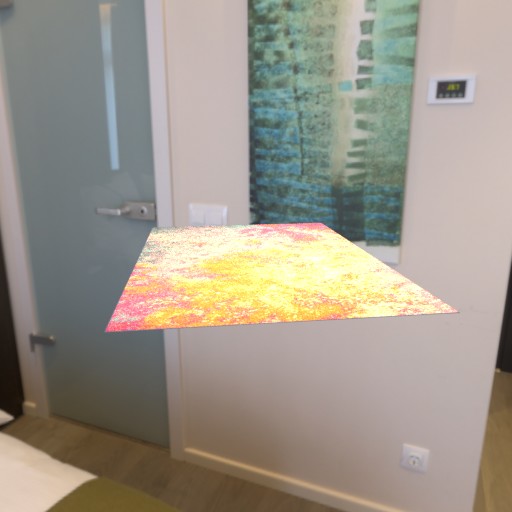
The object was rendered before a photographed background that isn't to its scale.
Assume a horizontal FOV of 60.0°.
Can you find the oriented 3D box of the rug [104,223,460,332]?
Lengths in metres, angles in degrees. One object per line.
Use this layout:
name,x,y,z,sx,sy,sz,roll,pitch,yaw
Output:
rug,0.000,0.000,3.836,2.007,0.013,2.896,-2,15,-8
